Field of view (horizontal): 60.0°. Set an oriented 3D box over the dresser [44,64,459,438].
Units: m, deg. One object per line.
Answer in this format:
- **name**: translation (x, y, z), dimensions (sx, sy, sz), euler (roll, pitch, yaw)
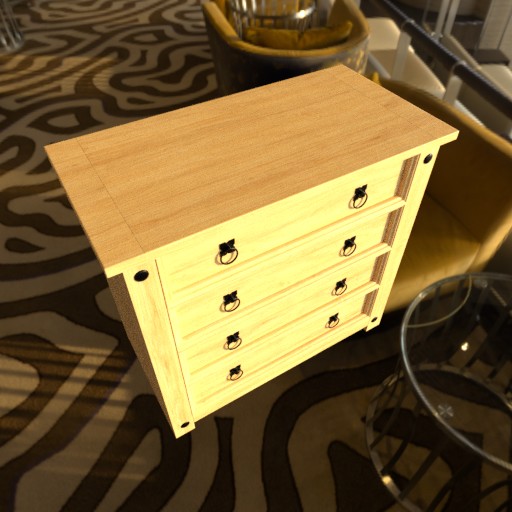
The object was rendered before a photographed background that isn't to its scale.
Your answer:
- **dresser**: translation (0.000, 0.000, 1.218), dimensions (0.800, 0.730, 0.410), euler (-23, 50, -21)
